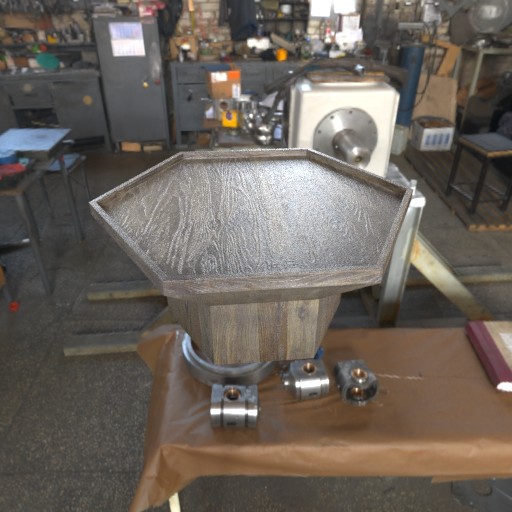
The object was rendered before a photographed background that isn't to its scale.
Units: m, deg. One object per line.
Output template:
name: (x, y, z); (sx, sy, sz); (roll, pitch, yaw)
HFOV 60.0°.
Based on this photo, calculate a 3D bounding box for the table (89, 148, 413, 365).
table: (0.000, 0.000, 1.644); (0.966, 0.488, 1.115); (-21, 38, -30)
